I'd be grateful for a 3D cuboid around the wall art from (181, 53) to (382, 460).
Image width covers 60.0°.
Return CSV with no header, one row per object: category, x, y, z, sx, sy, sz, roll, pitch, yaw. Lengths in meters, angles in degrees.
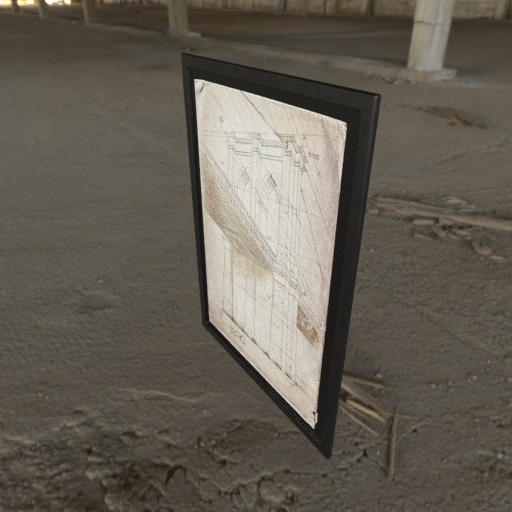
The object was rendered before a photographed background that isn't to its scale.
wall art,0.000,0.000,1.230,0.013,0.967,0.707,-20,36,-30
